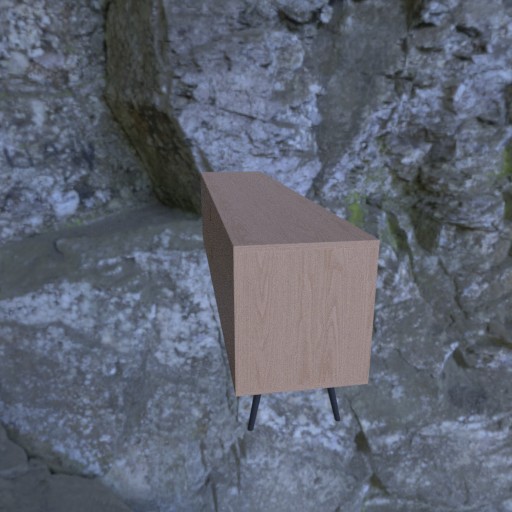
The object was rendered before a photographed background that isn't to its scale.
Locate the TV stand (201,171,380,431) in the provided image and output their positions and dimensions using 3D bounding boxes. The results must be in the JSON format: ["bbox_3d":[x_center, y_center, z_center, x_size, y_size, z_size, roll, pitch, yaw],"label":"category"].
[{"bbox_3d":[0.000,0.000,2.002,0.400,0.580,1.760,-3,17,-9],"label":"TV stand"}]
